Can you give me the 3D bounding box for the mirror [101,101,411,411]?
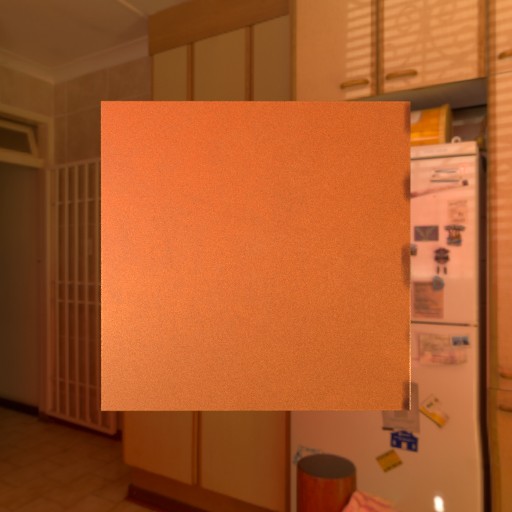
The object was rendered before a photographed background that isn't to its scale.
[{"bbox_3d":[0.000,0.000,0.748,0.509,0.507,0.042,0,0,0],"label":"mirror"}]
